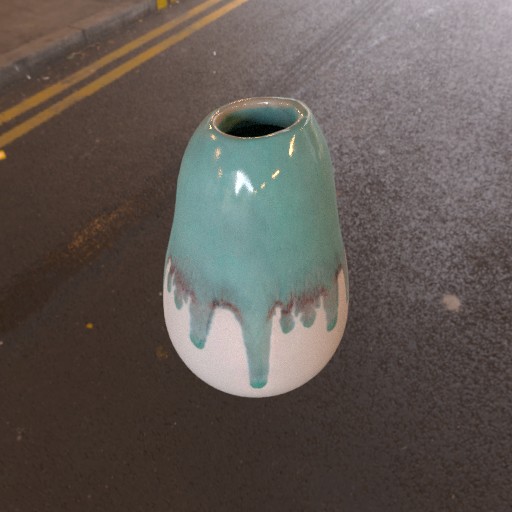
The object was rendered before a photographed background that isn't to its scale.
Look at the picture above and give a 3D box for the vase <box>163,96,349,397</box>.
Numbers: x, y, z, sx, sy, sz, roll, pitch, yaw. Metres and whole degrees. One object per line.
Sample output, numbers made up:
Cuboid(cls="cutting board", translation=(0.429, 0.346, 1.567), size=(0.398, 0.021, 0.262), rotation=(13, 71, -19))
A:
Cuboid(cls="vase", translation=(0.000, 0.000, 0.254), size=(0.116, 0.179, 0.116), rotation=(0, 46, 0))
